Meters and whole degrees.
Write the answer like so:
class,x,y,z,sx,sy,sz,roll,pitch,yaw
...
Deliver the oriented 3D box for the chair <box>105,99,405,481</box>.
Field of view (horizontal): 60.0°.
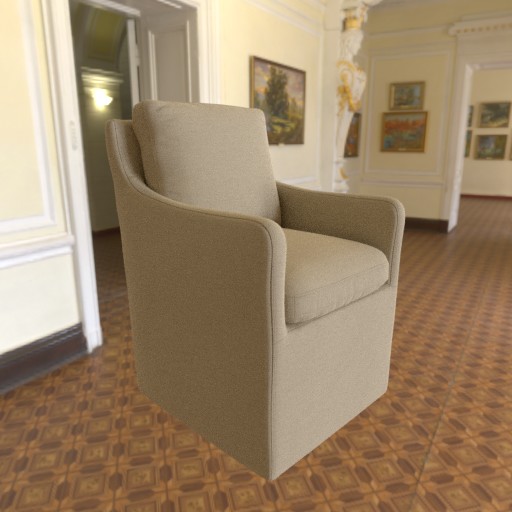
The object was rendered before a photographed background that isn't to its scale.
class,x,y,z,sx,sy,sz,roll,pitch,yaw
chair,0.000,0.000,1.364,0.694,0.914,0.626,13,19,43
